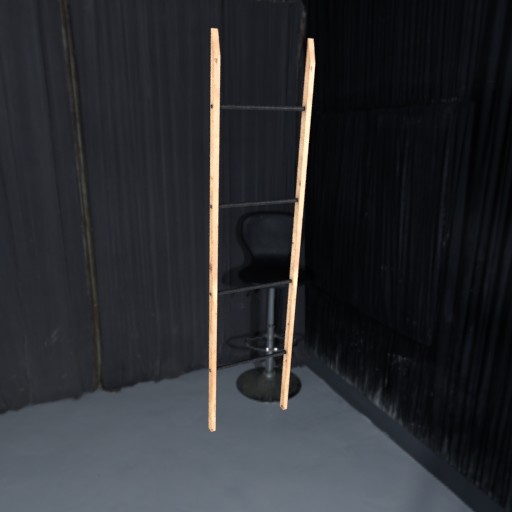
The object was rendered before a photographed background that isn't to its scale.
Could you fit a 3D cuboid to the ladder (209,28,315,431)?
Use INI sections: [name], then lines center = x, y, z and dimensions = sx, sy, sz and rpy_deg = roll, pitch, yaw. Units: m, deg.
[ladder]
center = 0.000, 0.000, 2.007
dimensions = 0.442, 1.805, 0.200
rpy_deg = -8, 17, -25
